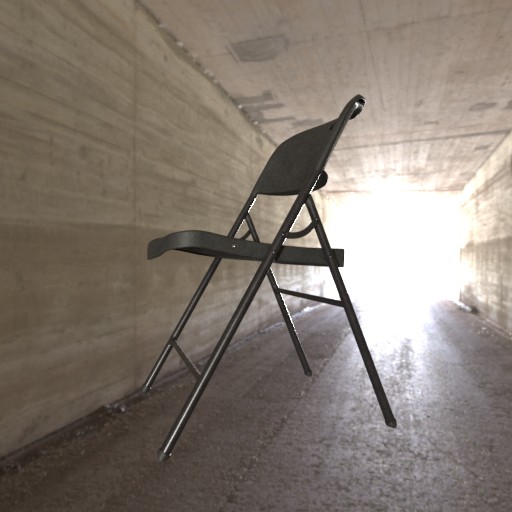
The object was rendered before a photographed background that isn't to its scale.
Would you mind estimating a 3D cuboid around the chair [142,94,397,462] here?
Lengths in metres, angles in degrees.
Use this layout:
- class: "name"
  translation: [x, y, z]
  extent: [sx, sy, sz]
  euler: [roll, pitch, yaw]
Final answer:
- class: "chair"
  translation: [0.000, 0.000, 1.188]
  extent: [0.566, 0.810, 0.494]
  euler: [0, 0, -18]
